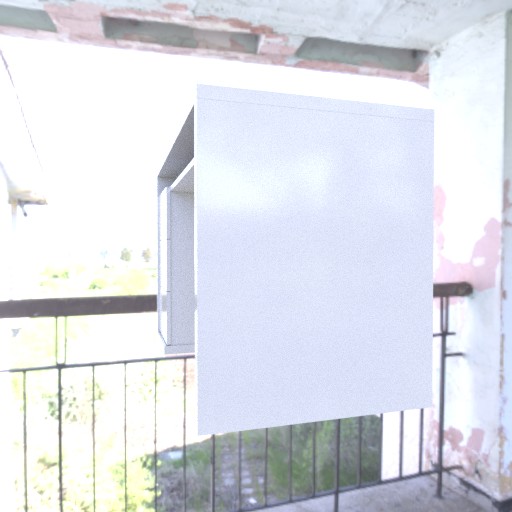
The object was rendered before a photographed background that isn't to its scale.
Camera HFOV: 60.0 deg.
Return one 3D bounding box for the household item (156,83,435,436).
[{"bbox_3d":[0.000,0.000,1.551,0.597,0.749,1.100,0,1,-17],"label":"household item"}]
